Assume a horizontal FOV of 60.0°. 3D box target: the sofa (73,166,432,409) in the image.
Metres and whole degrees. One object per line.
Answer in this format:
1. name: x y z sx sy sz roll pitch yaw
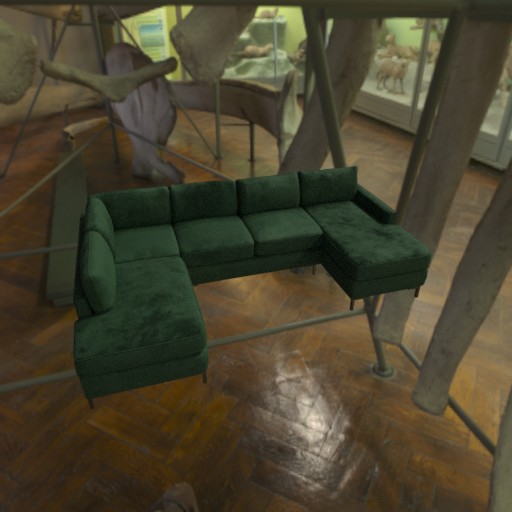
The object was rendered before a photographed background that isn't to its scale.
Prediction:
1. sofa: 0.000 0.000 3.937 2.994 0.861 1.992 -9 32 -15
